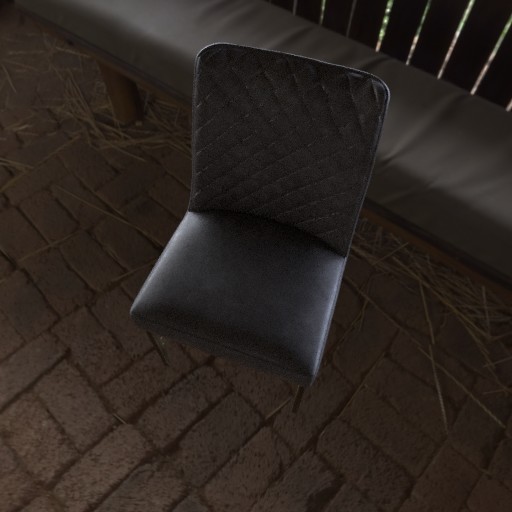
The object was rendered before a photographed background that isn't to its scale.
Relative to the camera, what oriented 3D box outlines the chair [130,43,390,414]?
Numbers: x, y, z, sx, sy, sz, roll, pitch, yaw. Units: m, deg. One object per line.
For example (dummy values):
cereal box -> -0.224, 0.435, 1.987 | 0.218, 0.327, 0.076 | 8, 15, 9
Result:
chair -> 0.000, 0.000, 1.248 | 0.508, 0.889, 0.587 | 17, 60, 10
